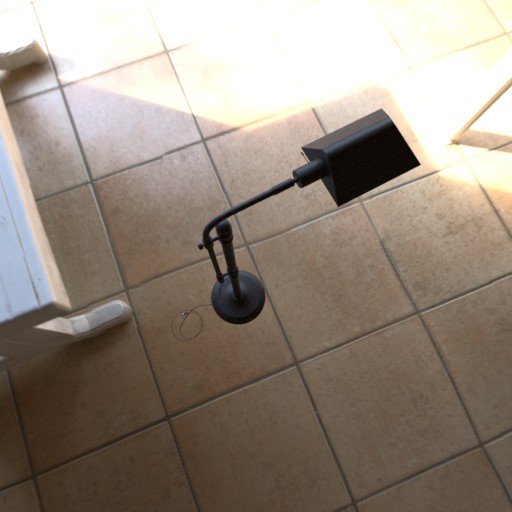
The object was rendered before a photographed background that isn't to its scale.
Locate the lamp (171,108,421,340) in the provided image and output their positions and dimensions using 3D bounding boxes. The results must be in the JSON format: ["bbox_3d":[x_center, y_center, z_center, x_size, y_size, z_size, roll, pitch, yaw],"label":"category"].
[{"bbox_3d":[0.000,0.000,0.970,0.545,0.708,0.159,-27,76,-7],"label":"lamp"}]
